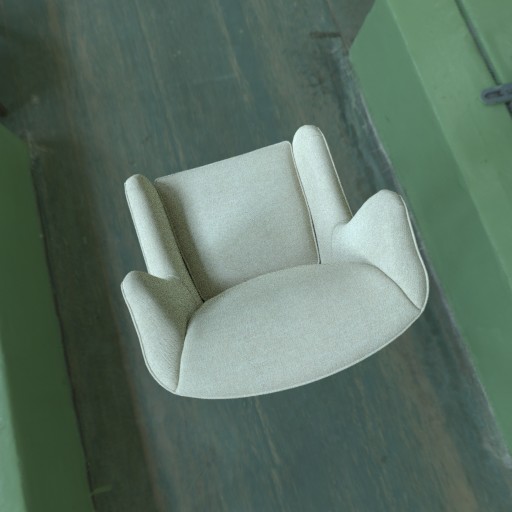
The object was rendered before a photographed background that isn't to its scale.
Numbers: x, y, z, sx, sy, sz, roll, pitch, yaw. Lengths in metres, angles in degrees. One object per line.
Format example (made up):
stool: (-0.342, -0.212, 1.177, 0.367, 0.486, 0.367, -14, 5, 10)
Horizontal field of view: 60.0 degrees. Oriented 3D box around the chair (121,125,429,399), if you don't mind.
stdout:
chair: (0.000, 0.000, 1.736, 0.838, 1.040, 0.966, -17, 77, -4)
